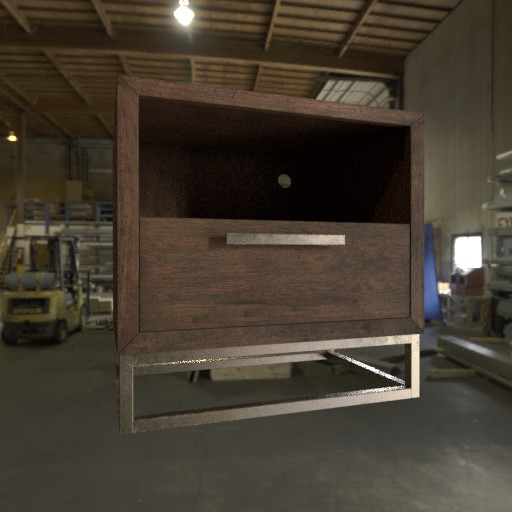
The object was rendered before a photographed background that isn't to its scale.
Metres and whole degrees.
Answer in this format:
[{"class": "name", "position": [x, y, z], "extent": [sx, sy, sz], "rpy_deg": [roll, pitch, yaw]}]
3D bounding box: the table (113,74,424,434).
[{"class": "table", "position": [0.000, 0.000, 1.261], "extent": [0.767, 0.746, 0.542], "rpy_deg": [0, 0, -19]}]
